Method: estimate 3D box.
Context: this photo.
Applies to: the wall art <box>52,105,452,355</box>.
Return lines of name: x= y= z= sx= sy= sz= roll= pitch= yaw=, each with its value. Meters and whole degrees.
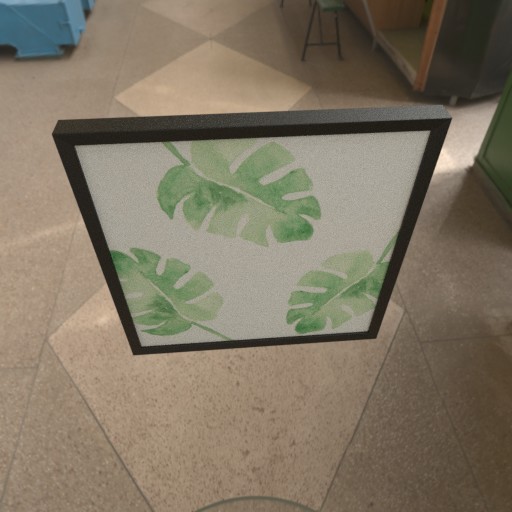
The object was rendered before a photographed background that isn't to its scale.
wall art: x=0.000 y=0.000 z=0.753 sx=0.508 sy=0.508 sz=0.036 roll=-3 pitch=46 yaw=-3
